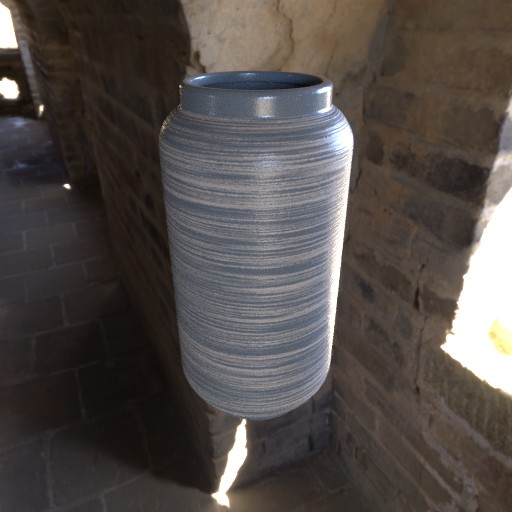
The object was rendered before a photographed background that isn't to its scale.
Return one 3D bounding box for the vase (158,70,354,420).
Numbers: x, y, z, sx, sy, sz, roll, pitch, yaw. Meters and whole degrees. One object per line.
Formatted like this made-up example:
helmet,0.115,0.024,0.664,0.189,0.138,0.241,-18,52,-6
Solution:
vase,0.000,0.000,0.308,0.116,0.230,0.116,0,29,0
